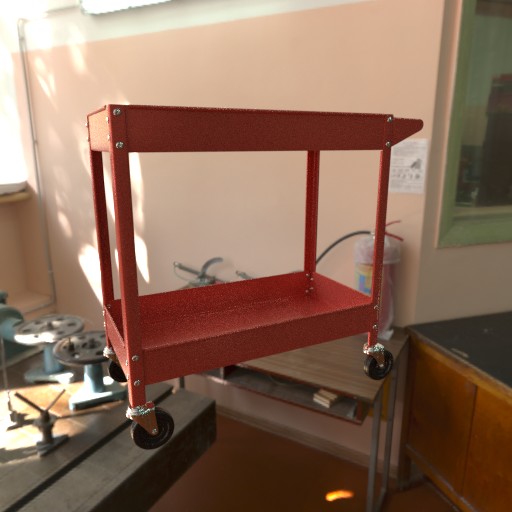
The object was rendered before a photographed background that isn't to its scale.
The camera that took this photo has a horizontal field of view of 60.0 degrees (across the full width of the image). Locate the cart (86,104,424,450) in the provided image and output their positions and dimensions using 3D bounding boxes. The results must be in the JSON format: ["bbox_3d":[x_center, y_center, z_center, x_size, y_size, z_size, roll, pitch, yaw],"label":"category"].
[{"bbox_3d":[0.000,0.000,1.182,0.779,0.719,0.366,-7,16,-26],"label":"cart"}]
